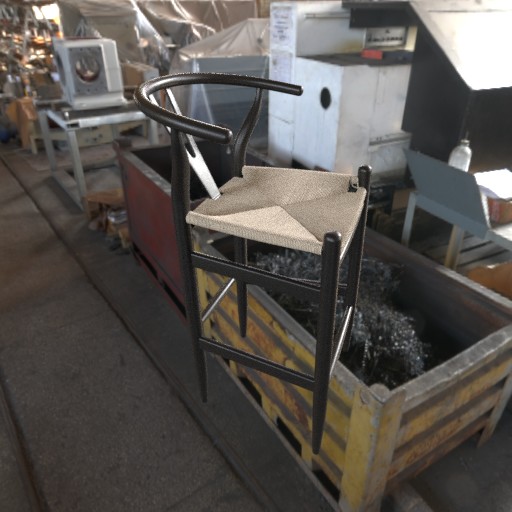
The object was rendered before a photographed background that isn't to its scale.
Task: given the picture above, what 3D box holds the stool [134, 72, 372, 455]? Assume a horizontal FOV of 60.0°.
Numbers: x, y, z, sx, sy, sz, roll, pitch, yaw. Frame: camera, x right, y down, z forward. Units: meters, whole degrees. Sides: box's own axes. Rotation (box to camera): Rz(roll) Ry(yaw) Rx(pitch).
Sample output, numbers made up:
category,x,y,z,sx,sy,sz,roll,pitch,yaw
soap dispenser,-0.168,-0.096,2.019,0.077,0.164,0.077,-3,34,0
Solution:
category,x,y,z,sx,sy,sz,roll,pitch,yaw
stool,0.000,0.000,1.324,0.579,0.970,0.569,11,32,18
